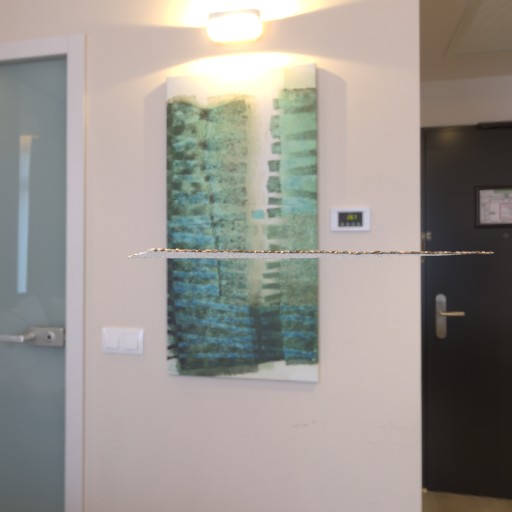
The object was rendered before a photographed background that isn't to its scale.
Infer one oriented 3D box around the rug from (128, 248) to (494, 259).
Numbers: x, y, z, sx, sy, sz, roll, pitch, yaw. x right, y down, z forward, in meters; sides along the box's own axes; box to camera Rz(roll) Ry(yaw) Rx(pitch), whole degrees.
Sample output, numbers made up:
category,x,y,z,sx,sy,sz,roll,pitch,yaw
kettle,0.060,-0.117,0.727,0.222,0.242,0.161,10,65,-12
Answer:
category,x,y,z,sx,sy,sz,roll,pitch,yaw
rug,0.000,0.000,2.290,1.218,0.017,1.861,0,-1,-18
